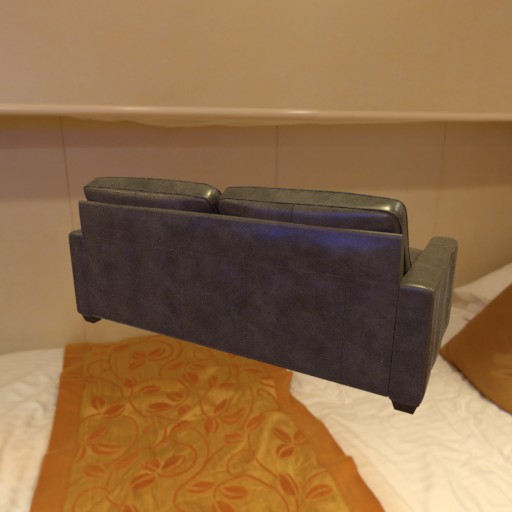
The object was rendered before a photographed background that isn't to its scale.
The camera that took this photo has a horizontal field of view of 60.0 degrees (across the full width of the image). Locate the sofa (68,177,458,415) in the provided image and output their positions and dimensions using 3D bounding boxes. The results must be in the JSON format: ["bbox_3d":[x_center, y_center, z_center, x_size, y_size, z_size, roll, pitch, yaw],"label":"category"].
[{"bbox_3d":[0.000,0.000,2.576,2.081,0.916,0.939,9,18,28],"label":"sofa"}]
